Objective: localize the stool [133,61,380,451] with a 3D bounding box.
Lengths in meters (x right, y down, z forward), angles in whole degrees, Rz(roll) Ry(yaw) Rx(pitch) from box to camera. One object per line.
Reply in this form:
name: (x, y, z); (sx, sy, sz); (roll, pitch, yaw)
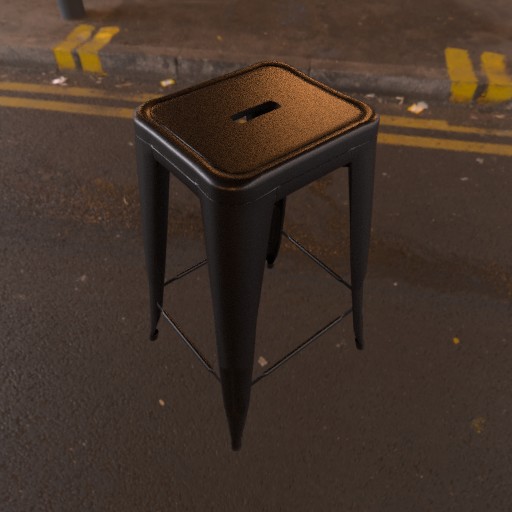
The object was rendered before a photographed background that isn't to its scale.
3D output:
stool: (0.000, 0.000, 0.856); (0.399, 0.609, 0.359); (-31, 54, -26)
